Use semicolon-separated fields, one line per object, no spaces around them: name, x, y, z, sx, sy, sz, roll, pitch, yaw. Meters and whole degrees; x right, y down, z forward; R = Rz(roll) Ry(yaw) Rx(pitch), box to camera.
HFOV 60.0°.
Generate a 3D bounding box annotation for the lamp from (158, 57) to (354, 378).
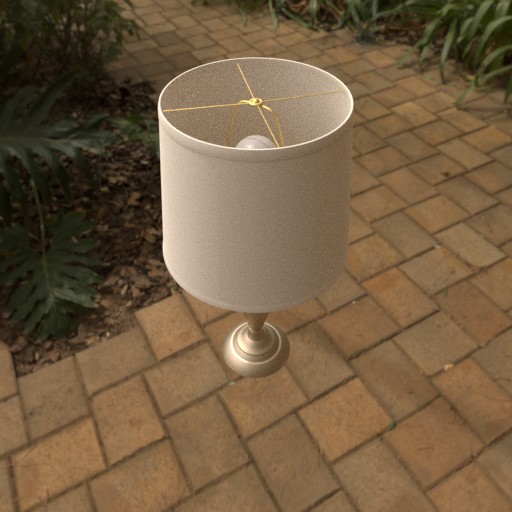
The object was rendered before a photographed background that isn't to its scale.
lamp;0.000;0.000;0.821;0.328;0.619;0.328;0;46;0
